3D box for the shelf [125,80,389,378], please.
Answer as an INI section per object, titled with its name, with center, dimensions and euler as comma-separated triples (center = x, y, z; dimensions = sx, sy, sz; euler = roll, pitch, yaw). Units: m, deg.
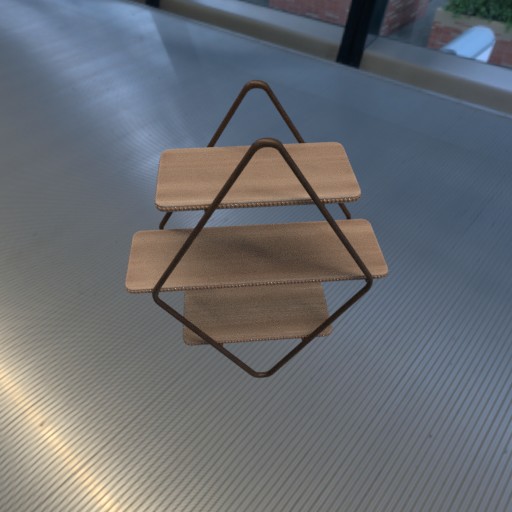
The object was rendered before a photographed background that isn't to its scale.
[shelf]
center = 0.000, 0.000, 1.079
dimensions = 0.609, 0.774, 0.234
euler = -3, 46, -3
